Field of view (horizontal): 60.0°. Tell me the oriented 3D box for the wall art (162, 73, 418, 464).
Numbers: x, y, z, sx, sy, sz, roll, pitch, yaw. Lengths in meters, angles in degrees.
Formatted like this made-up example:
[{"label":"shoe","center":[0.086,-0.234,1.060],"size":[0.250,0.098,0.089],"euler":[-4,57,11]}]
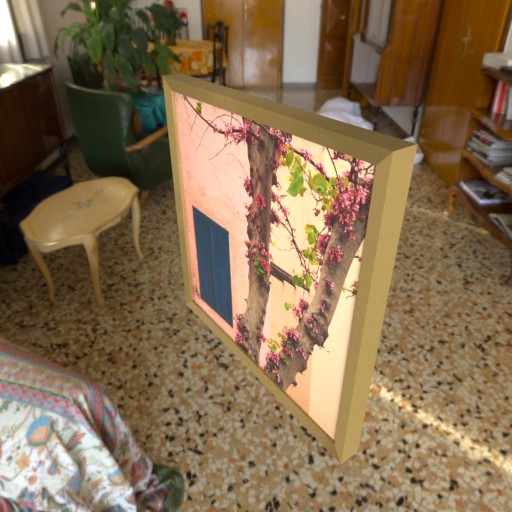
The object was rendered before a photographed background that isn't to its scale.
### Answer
[{"label":"wall art","center":[0.000,0.000,0.751],"size":[0.038,0.508,0.507],"euler":[-21,37,-30]}]
